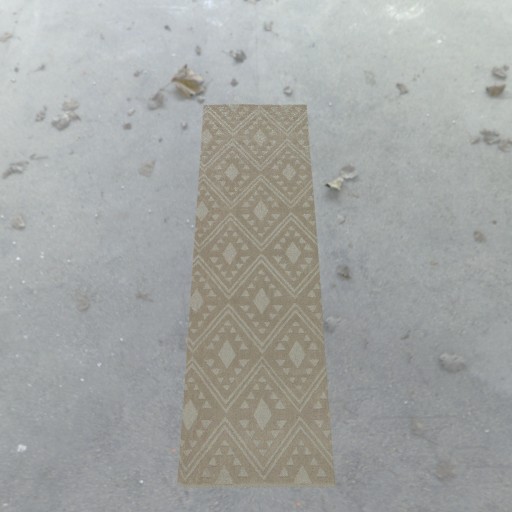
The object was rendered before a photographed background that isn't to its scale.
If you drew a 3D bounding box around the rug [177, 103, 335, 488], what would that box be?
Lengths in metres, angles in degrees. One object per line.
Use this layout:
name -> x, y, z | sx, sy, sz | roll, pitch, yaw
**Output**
rug -> 0.000, 0.000, 2.650 | 0.752, 0.051, 2.452 | 0, 63, 0
